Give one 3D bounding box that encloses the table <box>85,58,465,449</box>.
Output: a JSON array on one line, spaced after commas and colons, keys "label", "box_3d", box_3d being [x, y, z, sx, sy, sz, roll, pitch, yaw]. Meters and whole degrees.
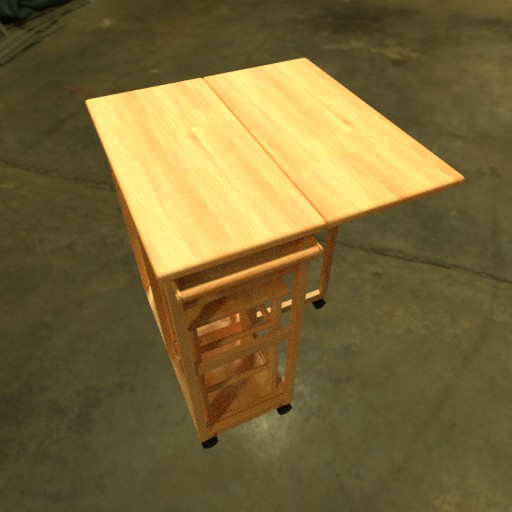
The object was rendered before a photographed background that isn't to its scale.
[{"label": "table", "box_3d": [0.000, 0.000, 1.378, 0.693, 0.832, 0.752, -18, 48, -17]}]
